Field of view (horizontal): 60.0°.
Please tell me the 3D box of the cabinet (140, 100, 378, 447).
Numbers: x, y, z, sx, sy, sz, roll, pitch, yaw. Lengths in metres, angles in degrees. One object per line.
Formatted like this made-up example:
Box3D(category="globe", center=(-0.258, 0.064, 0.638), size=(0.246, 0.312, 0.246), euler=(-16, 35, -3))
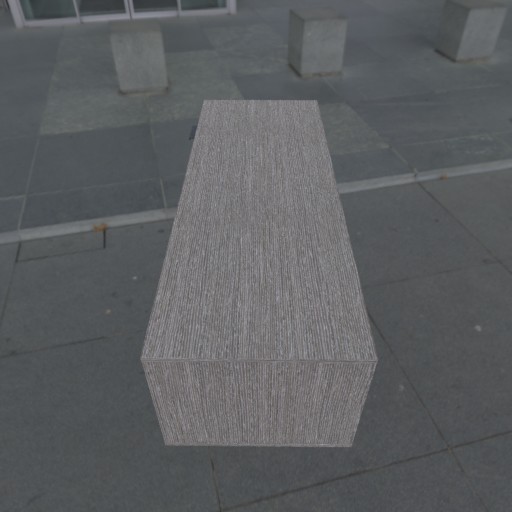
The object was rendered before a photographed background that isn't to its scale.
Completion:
Box3D(category="cabinet", center=(0.000, 0.000, 1.571), size=(0.500, 0.599, 1.300), euler=(0, 41, 0))
